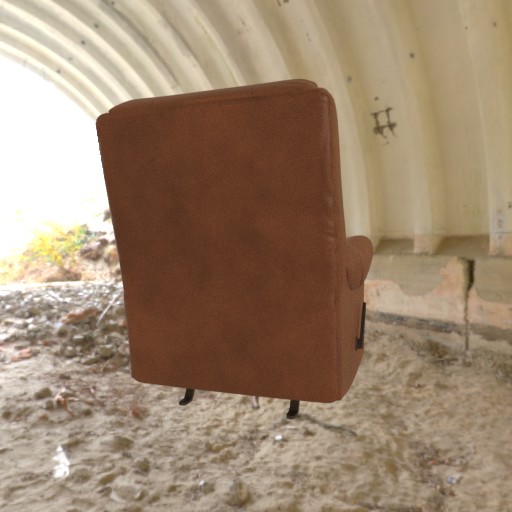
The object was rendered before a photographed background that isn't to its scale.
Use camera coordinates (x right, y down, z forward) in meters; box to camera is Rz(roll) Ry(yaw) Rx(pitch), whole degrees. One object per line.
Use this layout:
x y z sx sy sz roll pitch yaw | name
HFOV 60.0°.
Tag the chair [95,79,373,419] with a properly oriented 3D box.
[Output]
0.000 0.000 1.750 0.838 1.054 1.014 0 1 19 | chair
